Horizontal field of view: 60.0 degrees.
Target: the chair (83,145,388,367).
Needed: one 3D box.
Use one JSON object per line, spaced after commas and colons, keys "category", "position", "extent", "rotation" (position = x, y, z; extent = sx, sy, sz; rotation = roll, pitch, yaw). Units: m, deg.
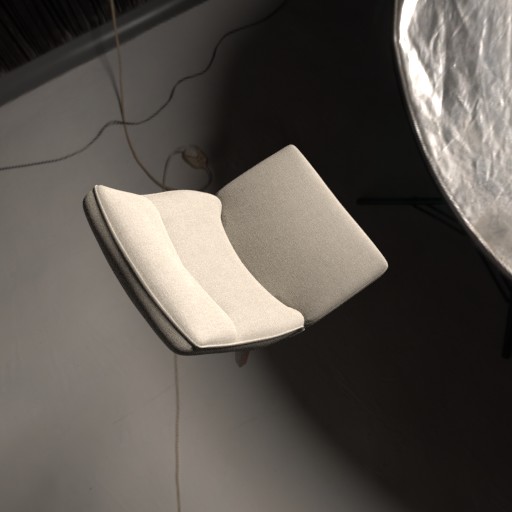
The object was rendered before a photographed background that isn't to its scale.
{"category": "chair", "position": [0.000, 0.000, 1.285], "extent": [0.620, 0.930, 0.500], "rotation": [-33, 77, -9]}
